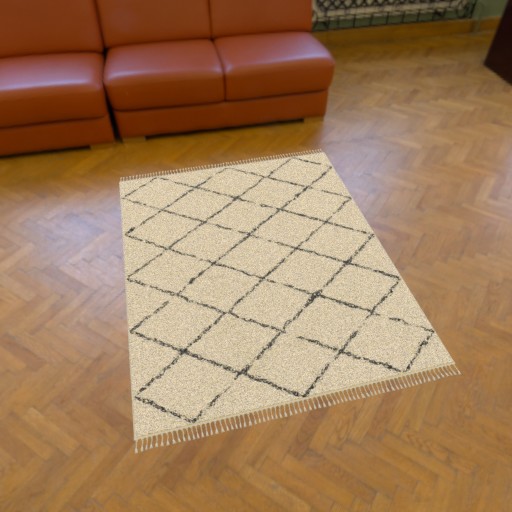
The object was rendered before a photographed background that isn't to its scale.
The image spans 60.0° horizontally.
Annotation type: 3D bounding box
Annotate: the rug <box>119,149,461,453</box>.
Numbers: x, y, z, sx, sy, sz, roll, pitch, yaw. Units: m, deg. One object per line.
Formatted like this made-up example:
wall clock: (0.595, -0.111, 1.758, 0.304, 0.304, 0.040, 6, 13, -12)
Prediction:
rug: (0.000, 0.000, 4.095, 2.380, 0.013, 3.051, -10, 48, -9)
